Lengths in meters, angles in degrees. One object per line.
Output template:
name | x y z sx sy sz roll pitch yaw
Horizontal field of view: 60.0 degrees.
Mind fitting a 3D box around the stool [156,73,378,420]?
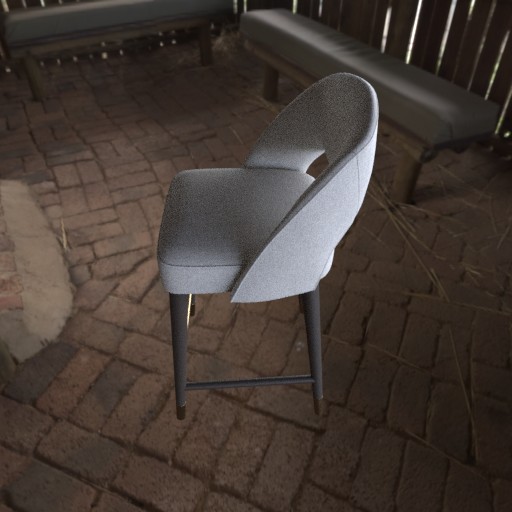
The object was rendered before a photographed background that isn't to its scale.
stool | 0.000 0.000 1.248 0.509 0.940 0.494 -1 40 -2
